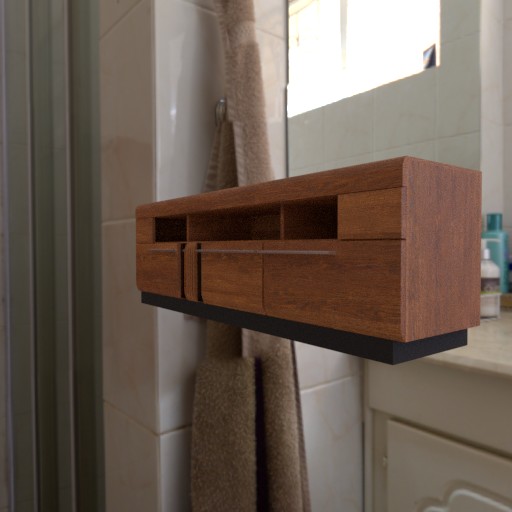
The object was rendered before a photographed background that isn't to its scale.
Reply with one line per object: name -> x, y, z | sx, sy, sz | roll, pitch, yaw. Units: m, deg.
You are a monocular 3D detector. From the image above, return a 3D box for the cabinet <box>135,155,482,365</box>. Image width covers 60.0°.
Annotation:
cabinet -> 0.000, 0.000, 1.795 | 0.419, 0.510, 1.600 | -1, 2, -38
